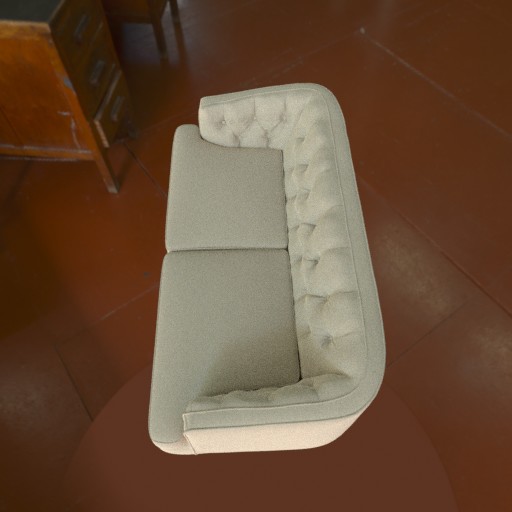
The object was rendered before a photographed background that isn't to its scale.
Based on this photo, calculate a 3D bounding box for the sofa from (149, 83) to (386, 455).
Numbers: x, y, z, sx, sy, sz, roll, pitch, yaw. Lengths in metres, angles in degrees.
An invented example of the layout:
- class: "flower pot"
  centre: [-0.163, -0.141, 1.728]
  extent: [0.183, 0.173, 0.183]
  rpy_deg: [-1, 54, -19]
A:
- class: "sofa"
  centre: [0.000, 0.000, 2.204]
  extent: [0.941, 0.855, 1.733]
  rpy_deg: [-1, 59, -1]
